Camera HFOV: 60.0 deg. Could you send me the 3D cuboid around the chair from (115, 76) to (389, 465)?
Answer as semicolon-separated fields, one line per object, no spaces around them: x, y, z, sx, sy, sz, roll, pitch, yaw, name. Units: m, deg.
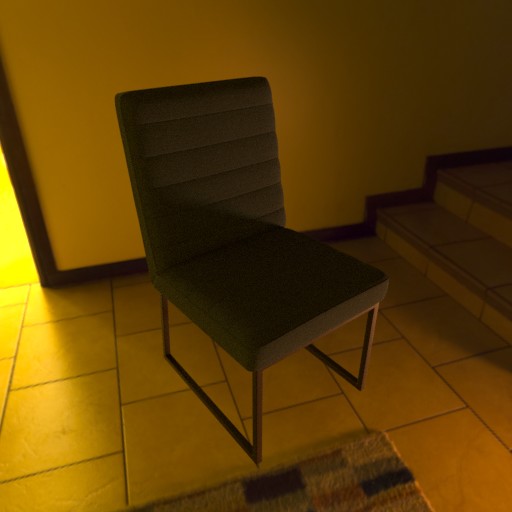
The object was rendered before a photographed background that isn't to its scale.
0.000;0.000;1.346;0.520;0.930;0.634;-21;36;-32;chair
